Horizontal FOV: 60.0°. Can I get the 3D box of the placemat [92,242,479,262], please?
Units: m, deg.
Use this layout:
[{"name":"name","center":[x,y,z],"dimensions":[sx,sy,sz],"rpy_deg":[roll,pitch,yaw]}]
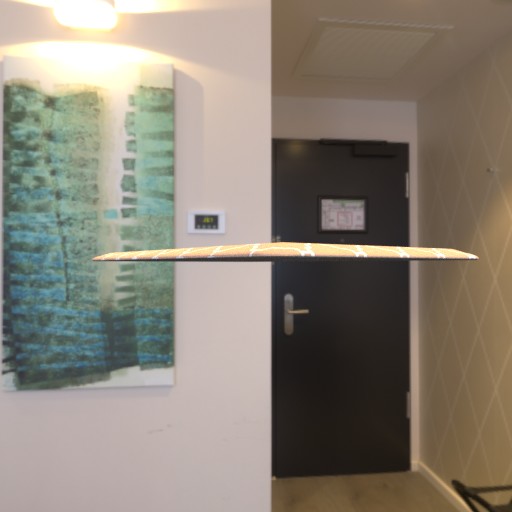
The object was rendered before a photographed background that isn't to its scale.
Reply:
[{"name":"placemat","center":[0.000,0.000,0.982],"dimensions":[0.508,0.021,0.762],"rpy_deg":[1,-1,-37]}]
